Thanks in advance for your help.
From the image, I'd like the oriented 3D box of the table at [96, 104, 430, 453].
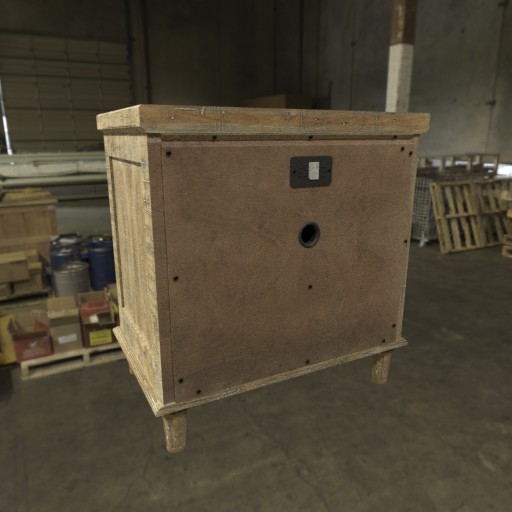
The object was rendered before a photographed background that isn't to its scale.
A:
[{"bbox_3d":[0.000,0.000,1.165,0.686,0.711,0.457,-8,17,-27],"label":"table"}]
